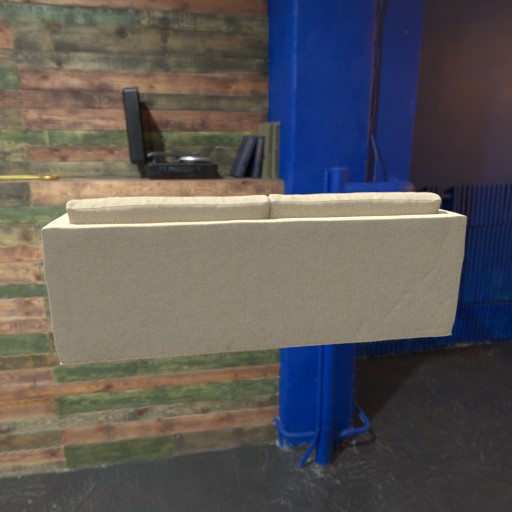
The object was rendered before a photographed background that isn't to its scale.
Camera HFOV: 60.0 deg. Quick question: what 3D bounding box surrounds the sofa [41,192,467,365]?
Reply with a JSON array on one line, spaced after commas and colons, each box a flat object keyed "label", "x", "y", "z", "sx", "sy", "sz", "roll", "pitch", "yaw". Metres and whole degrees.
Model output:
[{"label": "sofa", "x": 0.000, "y": 0.000, "z": 2.834, "sx": 2.312, "sy": 0.853, "sz": 0.962, "roll": -2, "pitch": 14, "yaw": -9}]
